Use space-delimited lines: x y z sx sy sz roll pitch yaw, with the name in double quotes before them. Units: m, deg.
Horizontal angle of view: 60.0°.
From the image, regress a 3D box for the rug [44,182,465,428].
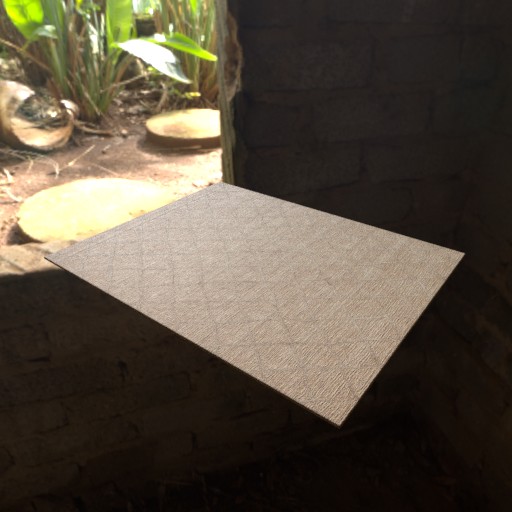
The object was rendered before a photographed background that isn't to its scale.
"rug" 0.000 0.000 4.080 3.039 0.019 2.420 21 36 32
